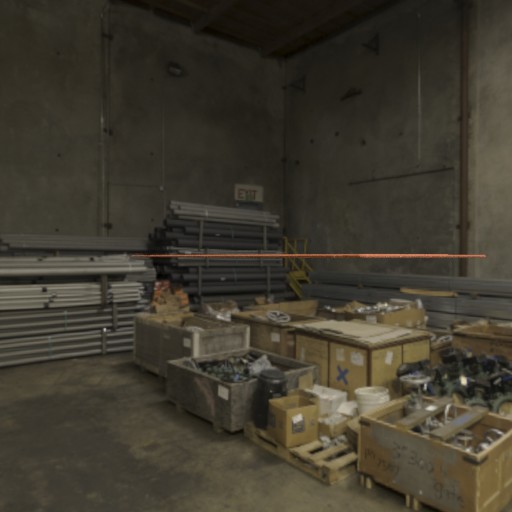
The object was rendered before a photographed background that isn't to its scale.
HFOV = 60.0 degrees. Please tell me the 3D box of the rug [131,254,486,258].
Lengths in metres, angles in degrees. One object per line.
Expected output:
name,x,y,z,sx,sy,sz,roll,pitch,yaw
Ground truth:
rug,0.000,0.000,2.681,0.914,0.013,2.471,0,0,-37
